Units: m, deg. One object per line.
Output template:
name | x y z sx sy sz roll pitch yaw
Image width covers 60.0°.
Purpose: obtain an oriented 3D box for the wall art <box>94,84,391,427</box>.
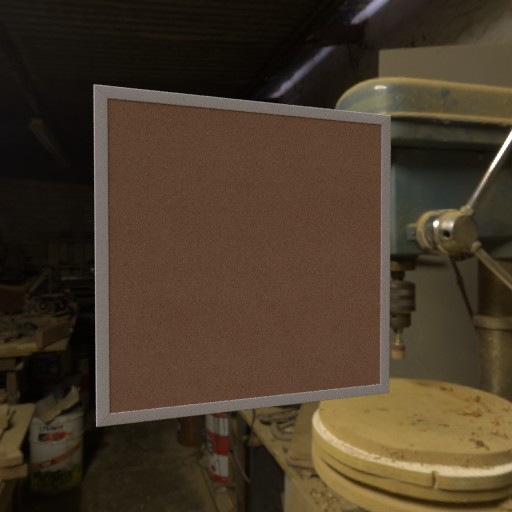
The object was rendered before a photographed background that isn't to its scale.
wall art | 0.000 0.000 1.116 0.760 0.760 0.036 0 1 -18
